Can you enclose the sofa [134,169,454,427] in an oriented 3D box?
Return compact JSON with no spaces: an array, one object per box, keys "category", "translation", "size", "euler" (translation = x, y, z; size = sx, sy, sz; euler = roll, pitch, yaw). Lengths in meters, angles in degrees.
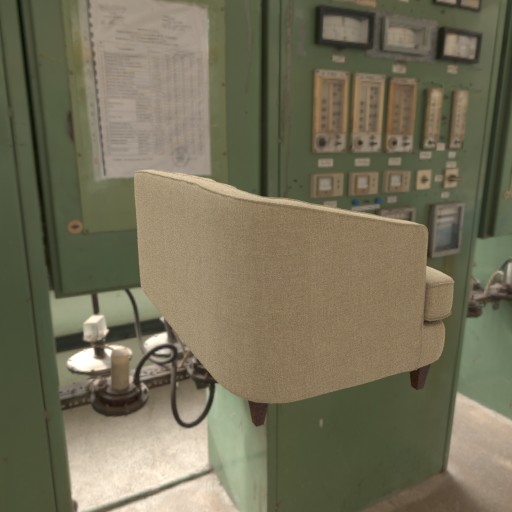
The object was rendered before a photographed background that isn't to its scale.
[{"category":"sofa","translation":[0.000,0.000,2.272],"size":[0.941,0.855,1.733],"euler":[-7,16,-26]}]
